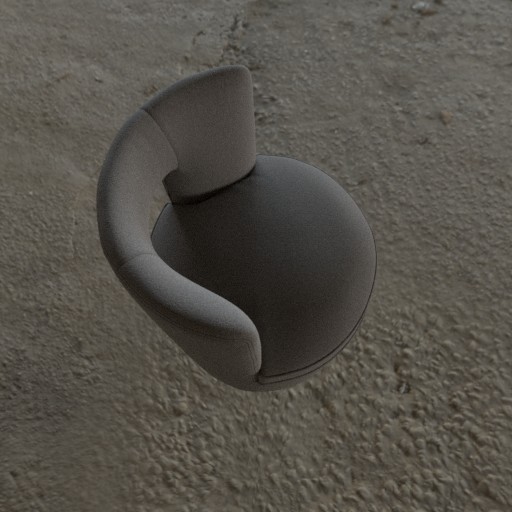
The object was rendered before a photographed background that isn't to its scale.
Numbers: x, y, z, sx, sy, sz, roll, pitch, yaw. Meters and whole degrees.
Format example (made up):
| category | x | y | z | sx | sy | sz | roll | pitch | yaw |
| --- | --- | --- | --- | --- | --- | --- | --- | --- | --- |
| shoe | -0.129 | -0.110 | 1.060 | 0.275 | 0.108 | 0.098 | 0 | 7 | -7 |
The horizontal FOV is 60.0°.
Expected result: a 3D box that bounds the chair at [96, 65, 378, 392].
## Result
| category | x | y | z | sx | sy | sz | roll | pitch | yaw |
| --- | --- | --- | --- | --- | --- | --- | --- | --- | --- |
| chair | 0.000 | 0.000 | 1.226 | 0.660 | 0.719 | 0.689 | -1 | 63 | -1 |
